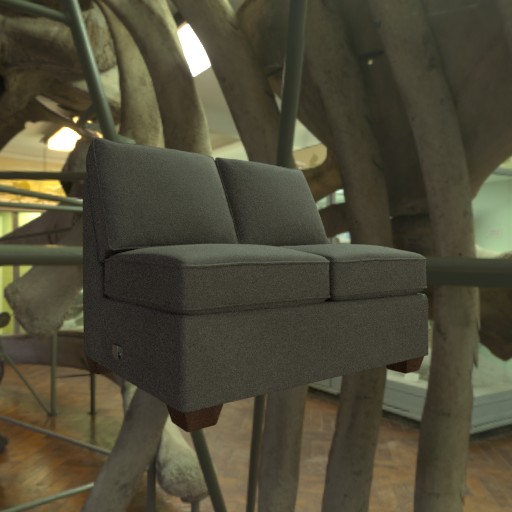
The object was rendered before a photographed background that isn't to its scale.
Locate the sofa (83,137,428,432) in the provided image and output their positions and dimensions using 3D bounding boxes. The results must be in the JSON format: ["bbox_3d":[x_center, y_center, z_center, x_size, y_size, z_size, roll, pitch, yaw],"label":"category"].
[{"bbox_3d":[0.000,0.000,1.953,1.237,1.008,0.951,0,0,-37],"label":"sofa"}]
